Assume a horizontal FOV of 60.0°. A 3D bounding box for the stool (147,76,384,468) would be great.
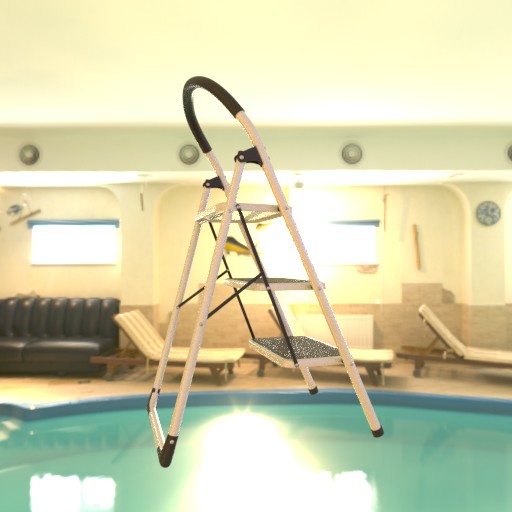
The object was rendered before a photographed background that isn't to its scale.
[{"bbox_3d":[0.000,0.000,1.480,0.676,1.109,0.485,0,-1,-18],"label":"stool"}]
